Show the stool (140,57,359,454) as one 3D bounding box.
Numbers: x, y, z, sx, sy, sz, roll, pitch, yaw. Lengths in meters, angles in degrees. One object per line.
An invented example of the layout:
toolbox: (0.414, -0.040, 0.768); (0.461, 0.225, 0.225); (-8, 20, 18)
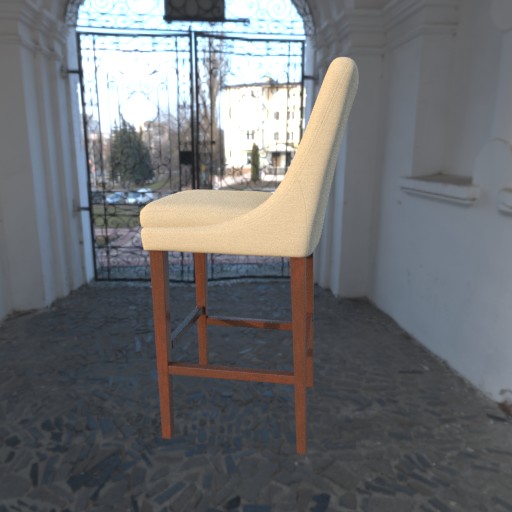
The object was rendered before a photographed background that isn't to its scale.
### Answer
stool: (0.000, 0.000, 1.397); (0.577, 1.078, 0.470); (2, 14, 10)
